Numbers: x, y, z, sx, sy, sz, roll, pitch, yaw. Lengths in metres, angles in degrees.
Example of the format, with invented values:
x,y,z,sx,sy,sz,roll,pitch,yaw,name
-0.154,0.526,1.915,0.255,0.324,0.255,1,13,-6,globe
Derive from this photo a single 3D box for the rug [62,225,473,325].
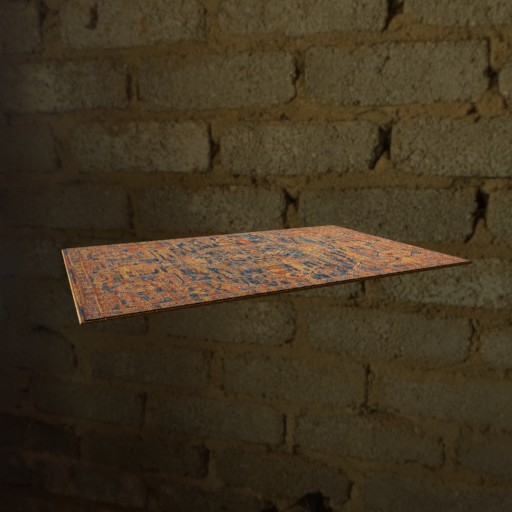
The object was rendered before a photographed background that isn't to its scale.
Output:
x,y,z,sx,sy,sz,roll,pitch,yaw,name
0.000,0.000,1.101,0.863,0.008,0.557,-7,15,-25,rug
